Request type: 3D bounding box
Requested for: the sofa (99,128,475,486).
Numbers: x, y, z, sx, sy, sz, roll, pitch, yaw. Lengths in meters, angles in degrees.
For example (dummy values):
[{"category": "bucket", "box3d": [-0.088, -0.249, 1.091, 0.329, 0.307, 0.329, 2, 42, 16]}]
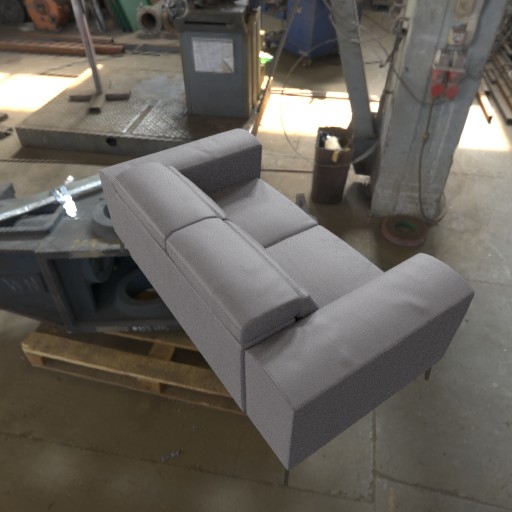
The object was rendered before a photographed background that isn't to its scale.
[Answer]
[{"category": "sofa", "box3d": [0.000, 0.000, 2.389, 1.003, 0.779, 1.895, -24, 47, -25]}]
